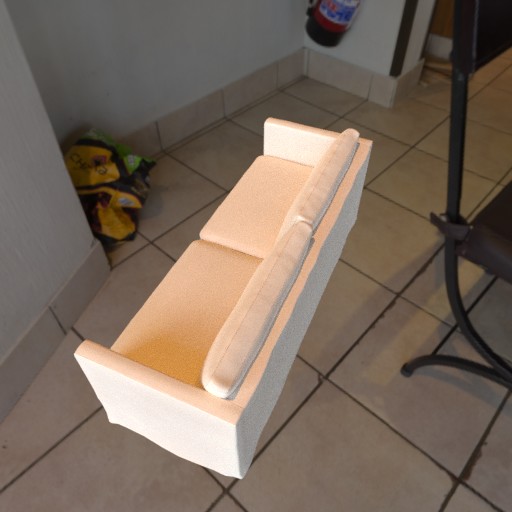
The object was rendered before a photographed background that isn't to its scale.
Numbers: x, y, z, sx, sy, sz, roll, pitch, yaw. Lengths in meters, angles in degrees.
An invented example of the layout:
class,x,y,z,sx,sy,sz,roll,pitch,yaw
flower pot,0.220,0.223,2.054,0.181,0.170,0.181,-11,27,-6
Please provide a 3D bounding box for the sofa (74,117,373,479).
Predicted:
class,x,y,z,sx,sy,sz,roll,pitch,yaw
sofa,0.000,0.000,3.375,1.036,0.999,2.779,18,49,16
